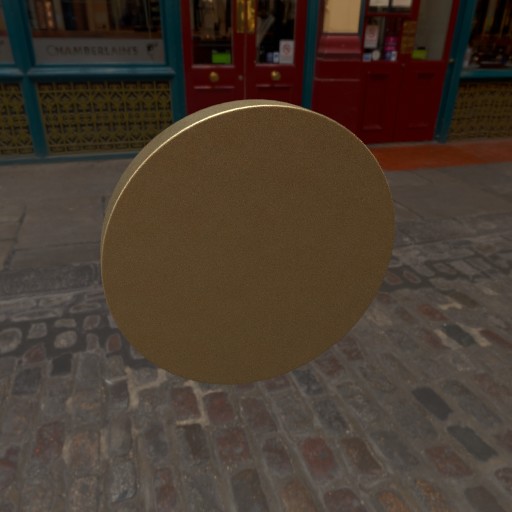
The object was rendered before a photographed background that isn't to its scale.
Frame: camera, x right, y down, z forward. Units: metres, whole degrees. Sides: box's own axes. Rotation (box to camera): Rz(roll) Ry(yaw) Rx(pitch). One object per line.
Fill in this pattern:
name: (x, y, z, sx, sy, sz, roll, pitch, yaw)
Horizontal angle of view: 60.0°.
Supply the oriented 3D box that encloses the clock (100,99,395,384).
clock: (0.000, 0.000, 0.474, 0.314, 0.314, 0.040, -8, 27, -16)
